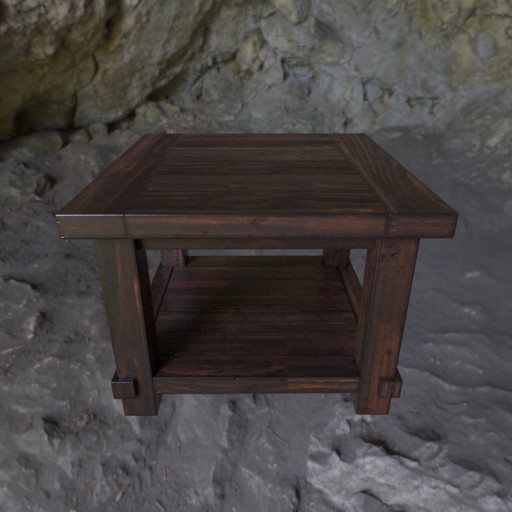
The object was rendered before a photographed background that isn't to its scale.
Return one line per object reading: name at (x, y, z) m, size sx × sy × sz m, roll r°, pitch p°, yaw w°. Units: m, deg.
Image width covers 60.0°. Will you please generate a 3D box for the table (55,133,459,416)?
table at (0.000, 0.000, 1.017) m, size 0.593 × 0.437 × 0.606 m, roll 0°, pitch 26°, yaw 0°
